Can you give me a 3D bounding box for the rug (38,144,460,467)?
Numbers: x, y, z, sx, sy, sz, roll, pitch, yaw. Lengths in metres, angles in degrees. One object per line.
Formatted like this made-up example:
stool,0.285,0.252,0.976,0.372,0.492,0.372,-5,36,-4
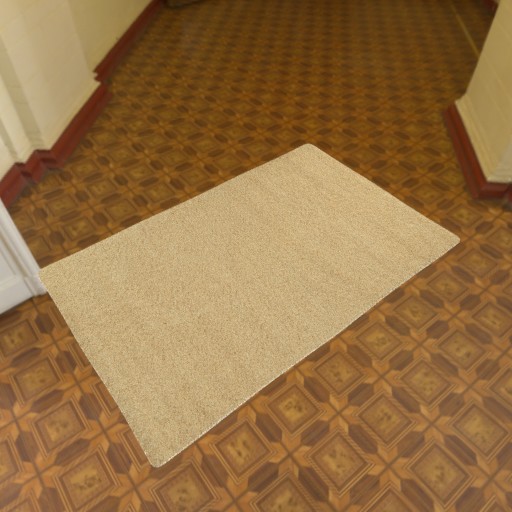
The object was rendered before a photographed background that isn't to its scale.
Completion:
rug,0.000,0.000,2.888,2.349,0.026,1.500,-30,54,-25
